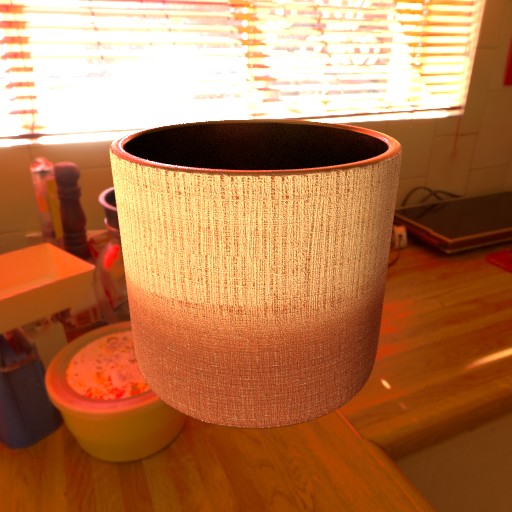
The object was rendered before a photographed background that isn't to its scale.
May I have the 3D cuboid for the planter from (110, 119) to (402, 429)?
[{"bbox_3d":[0.000,0.000,0.383,0.221,0.201,0.221,0,25,0],"label":"planter"}]
